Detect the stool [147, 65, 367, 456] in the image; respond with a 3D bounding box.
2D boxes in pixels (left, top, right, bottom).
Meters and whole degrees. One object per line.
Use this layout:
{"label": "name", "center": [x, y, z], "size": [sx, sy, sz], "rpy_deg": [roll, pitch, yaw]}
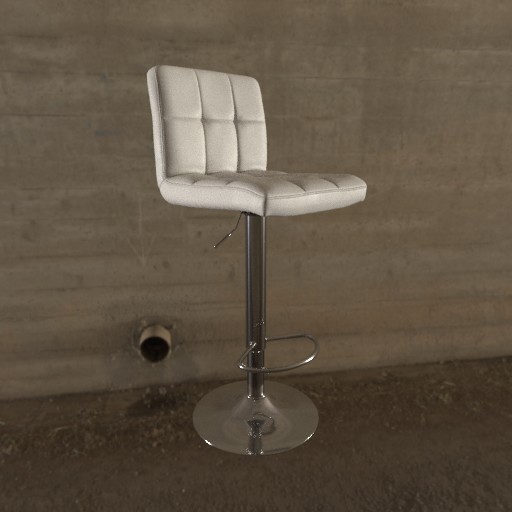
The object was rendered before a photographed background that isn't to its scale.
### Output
{"label": "stool", "center": [0.000, 0.000, 1.369], "size": [0.430, 1.115, 0.505], "rpy_deg": [-13, 19, -42]}
